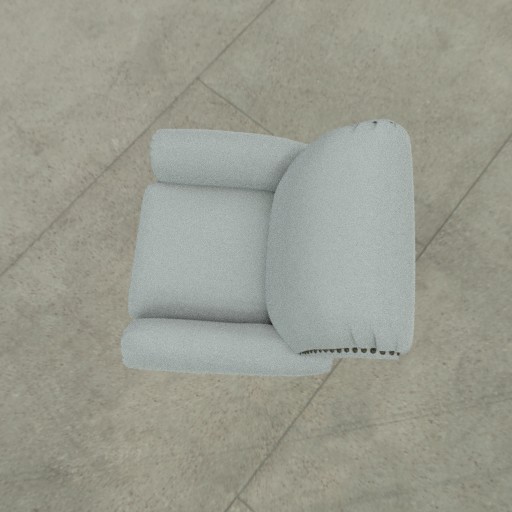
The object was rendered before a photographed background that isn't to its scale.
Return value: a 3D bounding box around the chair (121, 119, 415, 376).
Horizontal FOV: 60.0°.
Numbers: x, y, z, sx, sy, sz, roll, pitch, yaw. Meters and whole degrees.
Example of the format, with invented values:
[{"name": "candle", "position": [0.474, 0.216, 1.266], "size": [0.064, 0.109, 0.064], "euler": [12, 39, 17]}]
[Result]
[{"name": "chair", "position": [0.000, 0.000, 1.617], "size": [0.890, 0.927, 0.854], "euler": [4, 76, 1]}]
